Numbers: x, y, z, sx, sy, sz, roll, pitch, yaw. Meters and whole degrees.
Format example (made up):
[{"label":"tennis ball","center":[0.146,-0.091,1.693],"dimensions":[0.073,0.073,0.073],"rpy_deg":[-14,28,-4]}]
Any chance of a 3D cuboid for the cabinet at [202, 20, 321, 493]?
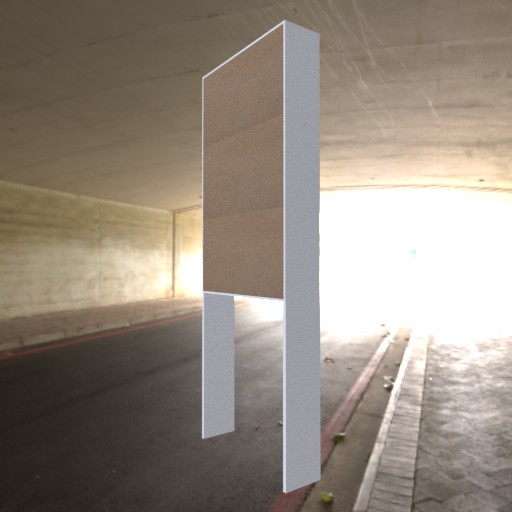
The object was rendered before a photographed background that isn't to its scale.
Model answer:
[{"label":"cabinet","center":[0.000,0.000,1.973],"dimensions":[0.192,1.770,0.643],"rpy_deg":[1,-1,-36]}]
